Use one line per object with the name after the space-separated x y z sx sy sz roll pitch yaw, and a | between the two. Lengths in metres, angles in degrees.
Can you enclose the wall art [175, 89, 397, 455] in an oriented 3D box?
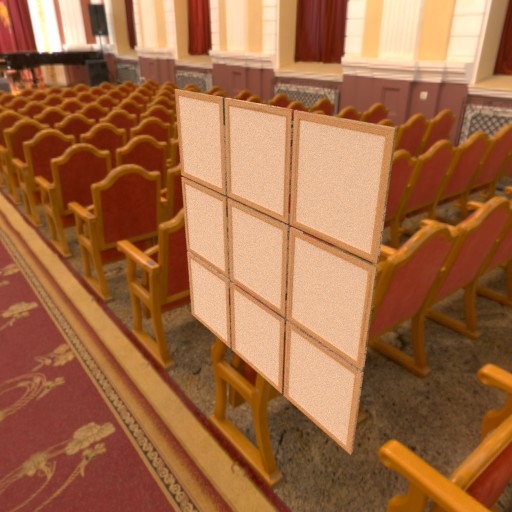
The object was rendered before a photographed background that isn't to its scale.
0.000 0.000 2.337 0.013 1.534 1.519 -19 32 -33 | wall art
